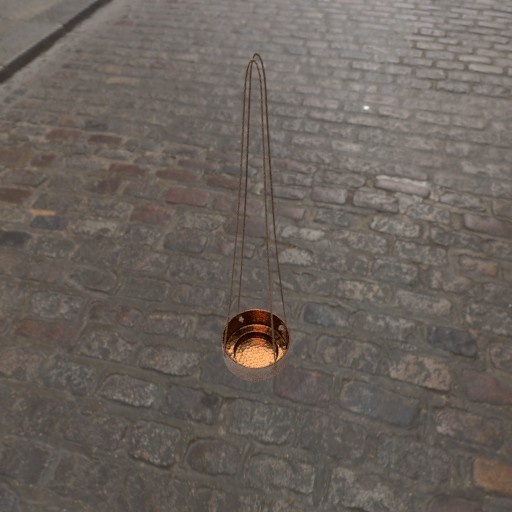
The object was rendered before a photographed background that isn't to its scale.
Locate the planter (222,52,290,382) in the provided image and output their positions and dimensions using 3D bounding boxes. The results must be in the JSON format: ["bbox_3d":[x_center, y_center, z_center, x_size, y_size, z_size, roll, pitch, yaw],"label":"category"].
[{"bbox_3d":[0.000,0.000,1.141,0.223,1.030,0.223,11,49,10],"label":"planter"}]
